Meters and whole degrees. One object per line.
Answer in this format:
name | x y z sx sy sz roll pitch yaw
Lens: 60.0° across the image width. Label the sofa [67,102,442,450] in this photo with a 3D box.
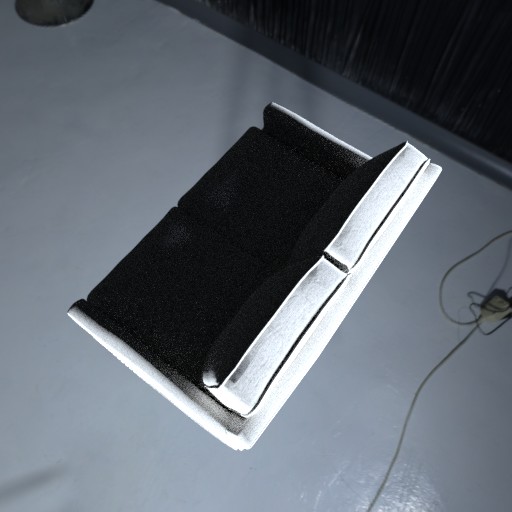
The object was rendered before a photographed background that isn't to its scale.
sofa | 0.000 0.000 2.253 1.084 1.003 1.597 34 69 15
